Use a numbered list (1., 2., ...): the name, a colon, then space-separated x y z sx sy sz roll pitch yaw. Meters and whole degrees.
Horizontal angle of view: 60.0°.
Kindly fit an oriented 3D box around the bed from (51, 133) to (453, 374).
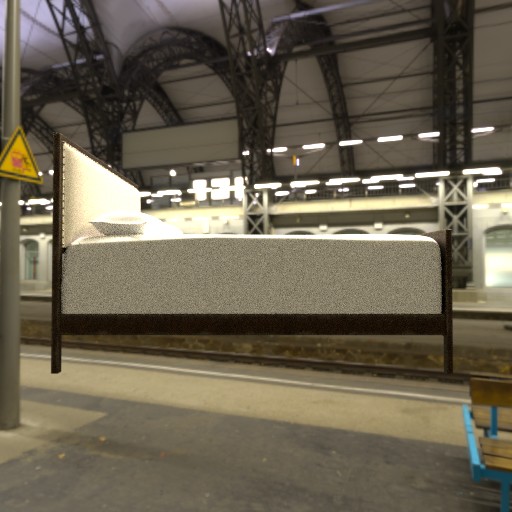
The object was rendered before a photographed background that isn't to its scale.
1. bed: 0.000 0.000 3.216 2.221 1.313 1.607 0 -1 0
